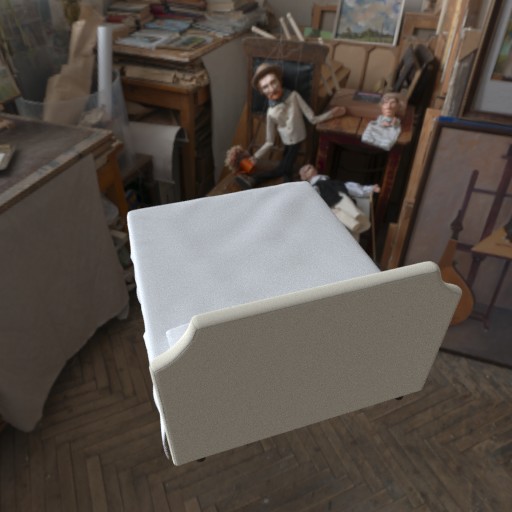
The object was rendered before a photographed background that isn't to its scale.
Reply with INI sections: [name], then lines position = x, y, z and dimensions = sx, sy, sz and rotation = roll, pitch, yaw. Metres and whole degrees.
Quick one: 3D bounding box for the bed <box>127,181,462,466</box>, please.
[bed]
position = 0.000, 0.000, 4.193
dimensions = 2.350, 1.590, 2.773
rotation = -12, 41, -14
